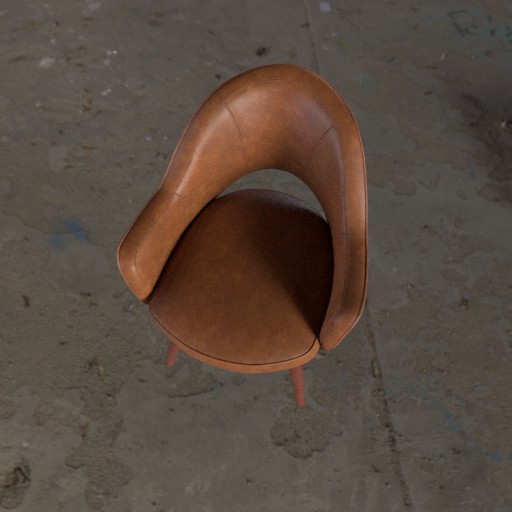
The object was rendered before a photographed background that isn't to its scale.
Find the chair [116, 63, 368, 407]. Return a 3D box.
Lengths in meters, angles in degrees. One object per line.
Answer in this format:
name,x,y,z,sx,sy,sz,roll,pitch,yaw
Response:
chair,0.000,0.000,1.240,0.591,0.777,0.640,14,59,9
